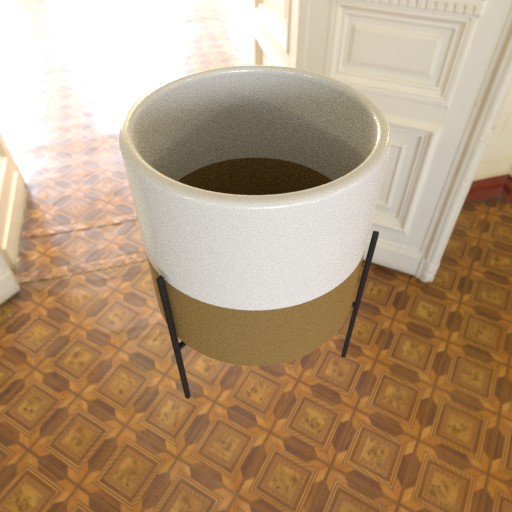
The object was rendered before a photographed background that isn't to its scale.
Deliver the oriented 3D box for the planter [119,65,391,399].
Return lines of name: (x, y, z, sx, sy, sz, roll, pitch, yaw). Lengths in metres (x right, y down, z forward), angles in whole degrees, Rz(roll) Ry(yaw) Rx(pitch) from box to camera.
planter: (0.000, 0.000, 0.646, 0.310, 0.432, 0.310, 22, 50, 20)
